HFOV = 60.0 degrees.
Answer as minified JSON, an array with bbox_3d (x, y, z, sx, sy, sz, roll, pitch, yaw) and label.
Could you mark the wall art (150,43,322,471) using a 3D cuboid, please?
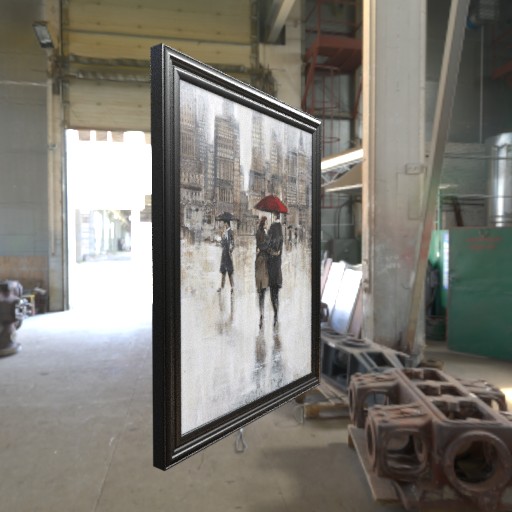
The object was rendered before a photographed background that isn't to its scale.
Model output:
[{"bbox_3d":[0.000,0.000,1.631,0.053,1.194,0.950,1,2,36],"label":"wall art"}]
